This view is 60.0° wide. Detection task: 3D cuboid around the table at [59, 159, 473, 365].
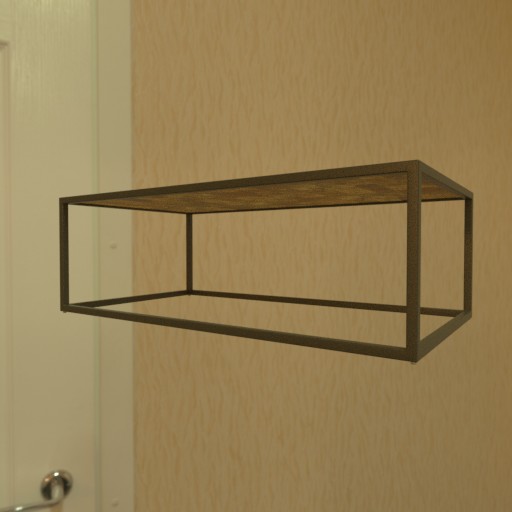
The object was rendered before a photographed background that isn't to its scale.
[{"bbox_3d":[0.000,0.000,1.457,1.199,0.398,0.649,1,2,34],"label":"table"}]
